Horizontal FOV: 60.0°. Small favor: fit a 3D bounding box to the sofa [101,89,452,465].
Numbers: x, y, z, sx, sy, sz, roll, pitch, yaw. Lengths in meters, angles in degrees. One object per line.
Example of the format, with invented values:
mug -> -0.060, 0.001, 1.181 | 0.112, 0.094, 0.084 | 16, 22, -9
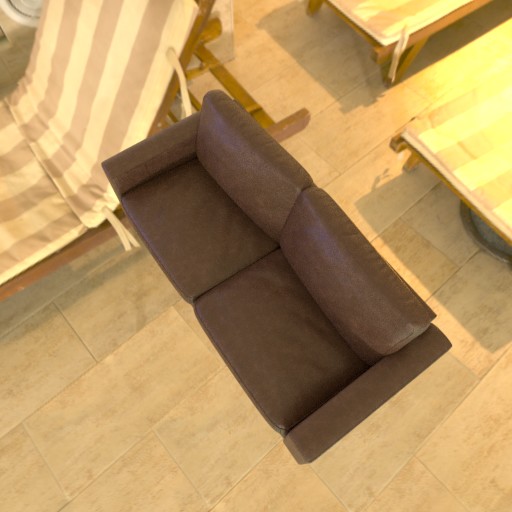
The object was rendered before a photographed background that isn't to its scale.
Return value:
sofa -> 0.000, 0.000, 2.706 | 1.016, 0.873, 2.179 | -33, 69, -15
